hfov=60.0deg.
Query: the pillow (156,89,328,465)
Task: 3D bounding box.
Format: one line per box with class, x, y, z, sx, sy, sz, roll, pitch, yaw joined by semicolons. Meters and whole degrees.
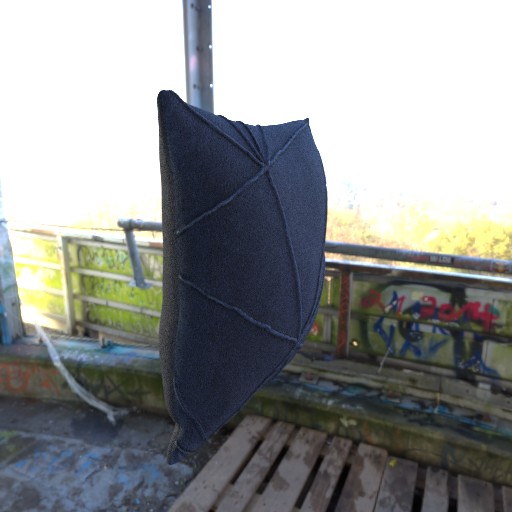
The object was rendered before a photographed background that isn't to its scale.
pillow;0.000;0.000;0.677;0.183;0.440;0.439;7;16;26
